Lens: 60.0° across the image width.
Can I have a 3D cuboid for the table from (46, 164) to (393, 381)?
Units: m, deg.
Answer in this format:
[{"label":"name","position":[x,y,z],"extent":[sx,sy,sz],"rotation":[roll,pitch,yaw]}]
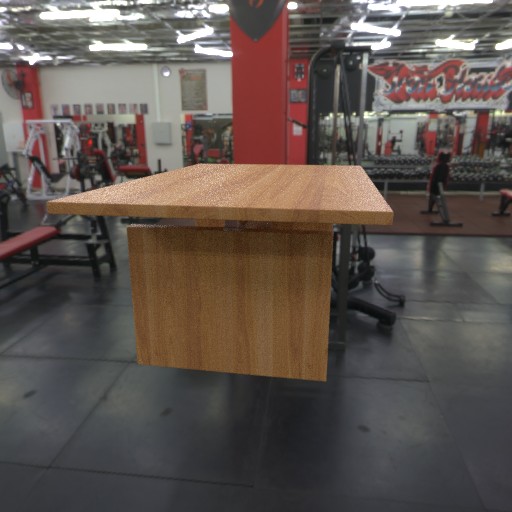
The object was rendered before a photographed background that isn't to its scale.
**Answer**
[{"label":"table","position":[0.000,0.000,1.458],"extent":[0.700,0.510,1.100],"rotation":[3,16,9]}]
